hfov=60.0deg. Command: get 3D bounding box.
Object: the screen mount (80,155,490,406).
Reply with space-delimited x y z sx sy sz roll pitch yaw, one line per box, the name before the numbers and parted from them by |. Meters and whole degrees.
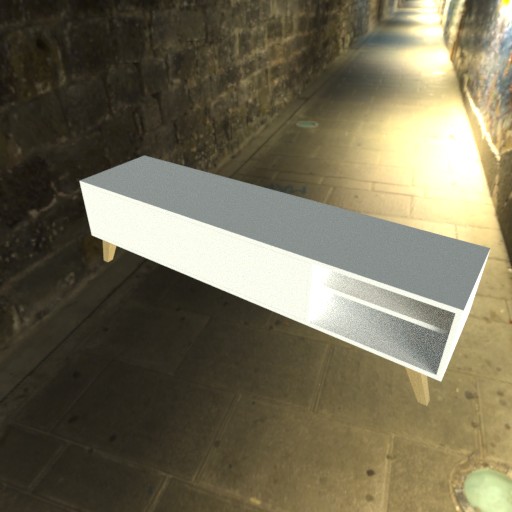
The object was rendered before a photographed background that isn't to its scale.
screen mount | 0.000 0.000 1.862 1.644 0.432 0.399 20 37 28
